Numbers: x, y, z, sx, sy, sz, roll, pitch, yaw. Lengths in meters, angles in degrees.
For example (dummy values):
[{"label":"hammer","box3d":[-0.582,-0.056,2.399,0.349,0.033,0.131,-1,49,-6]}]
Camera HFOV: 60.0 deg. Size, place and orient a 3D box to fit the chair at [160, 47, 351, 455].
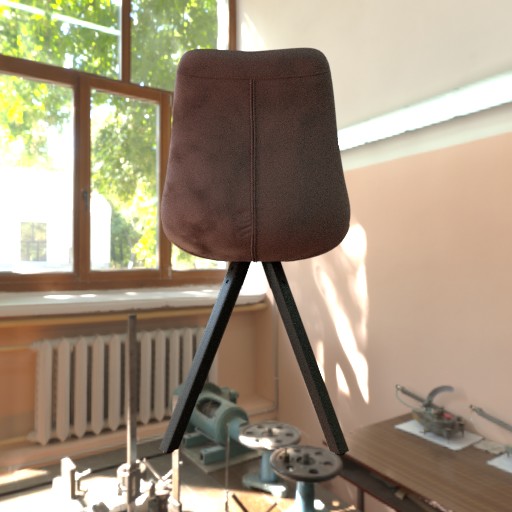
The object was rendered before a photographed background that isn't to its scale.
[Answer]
[{"label":"chair","box3d":[0.000,0.000,1.178,0.483,0.865,0.547,0,-1,1]}]
